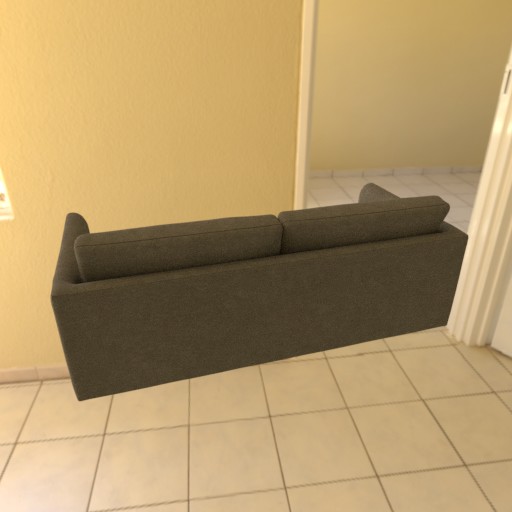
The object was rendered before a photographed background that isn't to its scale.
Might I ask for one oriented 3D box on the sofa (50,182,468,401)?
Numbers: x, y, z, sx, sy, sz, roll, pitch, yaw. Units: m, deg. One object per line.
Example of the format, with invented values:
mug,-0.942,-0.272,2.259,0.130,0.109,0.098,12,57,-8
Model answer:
sofa,0.000,0.000,2.798,2.257,0.838,1.092,-8,28,-15
